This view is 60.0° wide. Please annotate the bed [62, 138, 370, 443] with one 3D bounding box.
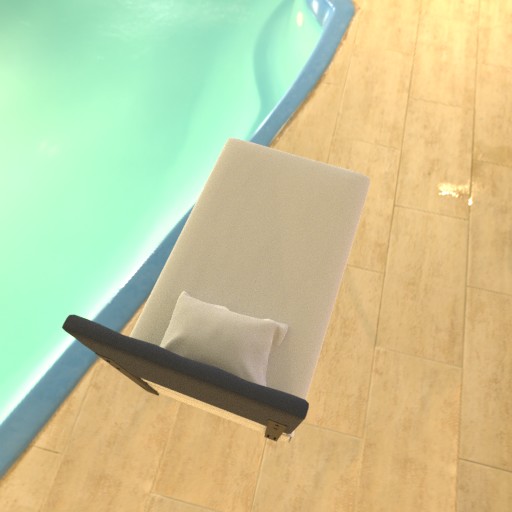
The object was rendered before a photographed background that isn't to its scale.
[{"bbox_3d":[0.000,0.000,2.974,1.261,1.571,1.997,18,65,9],"label":"bed"}]
